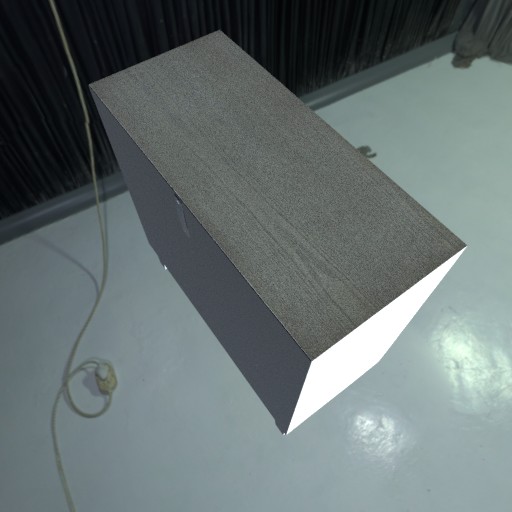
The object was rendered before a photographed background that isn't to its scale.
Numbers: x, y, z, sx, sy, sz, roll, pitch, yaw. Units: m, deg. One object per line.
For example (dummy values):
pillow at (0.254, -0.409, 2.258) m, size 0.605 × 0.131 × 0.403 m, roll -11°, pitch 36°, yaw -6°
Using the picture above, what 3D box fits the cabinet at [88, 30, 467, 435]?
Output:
cabinet at (0.000, 0.000, 1.221) m, size 0.370 × 0.787 × 0.781 m, roll -32°, pitch 64°, yaw -18°
